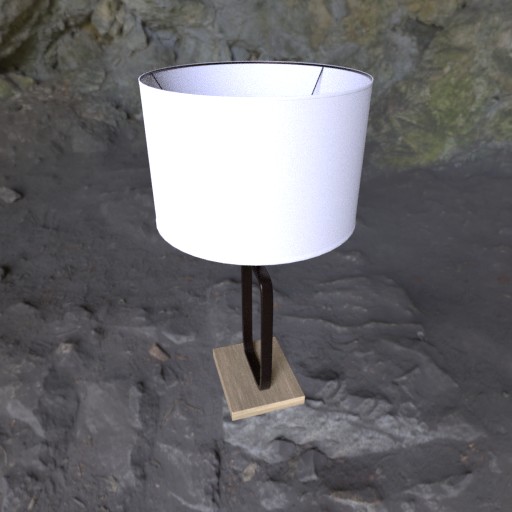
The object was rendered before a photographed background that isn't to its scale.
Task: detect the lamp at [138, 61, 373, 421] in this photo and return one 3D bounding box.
[{"bbox_3d":[0.000,0.000,0.666,0.279,0.508,0.279,-8,31,-14],"label":"lamp"}]
